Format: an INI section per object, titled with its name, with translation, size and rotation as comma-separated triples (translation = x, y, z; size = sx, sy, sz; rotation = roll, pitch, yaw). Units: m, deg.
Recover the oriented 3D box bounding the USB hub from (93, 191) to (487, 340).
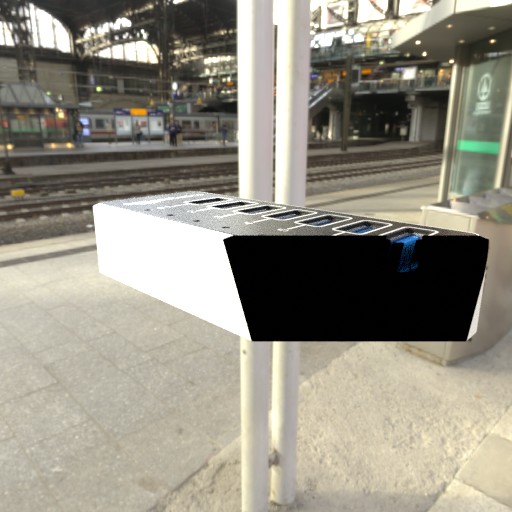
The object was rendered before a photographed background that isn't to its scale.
[USB hub]
translation = 0.000, 0.000, 0.125
size = 0.110, 0.023, 0.044
rotation = 15, 22, 42
